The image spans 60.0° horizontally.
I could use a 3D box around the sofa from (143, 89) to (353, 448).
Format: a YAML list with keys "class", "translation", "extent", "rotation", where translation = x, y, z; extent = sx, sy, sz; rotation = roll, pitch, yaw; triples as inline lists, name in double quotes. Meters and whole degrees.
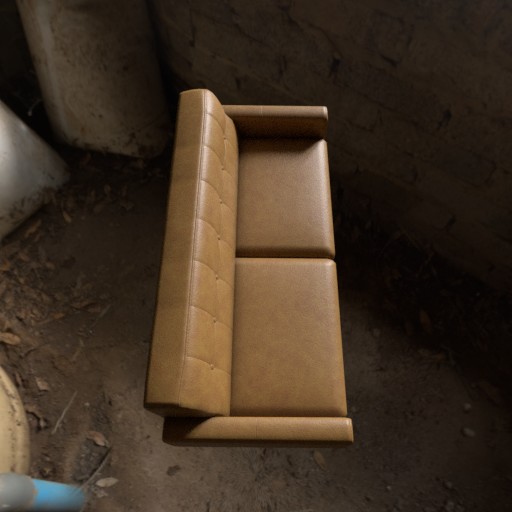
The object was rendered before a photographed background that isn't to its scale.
- class: "sofa"
  translation: [0.000, 0.000, 2.705]
  extent: [0.980, 0.892, 2.137]
  rotation: [1, 64, 0]
